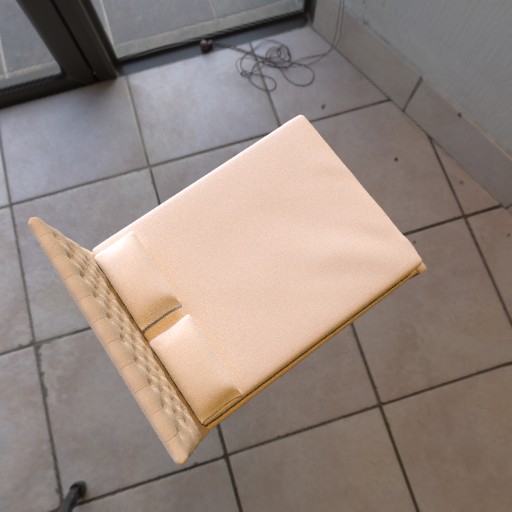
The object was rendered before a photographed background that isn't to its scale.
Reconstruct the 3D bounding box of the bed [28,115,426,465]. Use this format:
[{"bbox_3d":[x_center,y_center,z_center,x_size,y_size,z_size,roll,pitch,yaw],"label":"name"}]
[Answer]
[{"bbox_3d":[0.000,0.000,3.333,2.233,1.426,1.696,-35,79,-8],"label":"bed"}]
